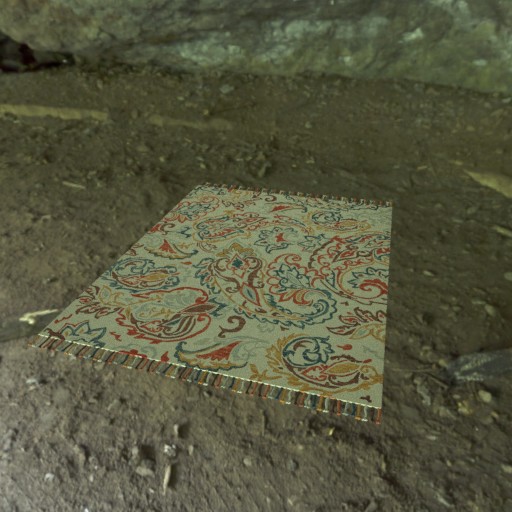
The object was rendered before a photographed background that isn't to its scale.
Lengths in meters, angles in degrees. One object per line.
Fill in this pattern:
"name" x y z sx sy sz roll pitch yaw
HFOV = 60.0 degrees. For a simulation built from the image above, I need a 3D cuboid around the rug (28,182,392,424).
"rug" 0.000 0.000 4.209 2.439 0.015 3.274 8 32 14
